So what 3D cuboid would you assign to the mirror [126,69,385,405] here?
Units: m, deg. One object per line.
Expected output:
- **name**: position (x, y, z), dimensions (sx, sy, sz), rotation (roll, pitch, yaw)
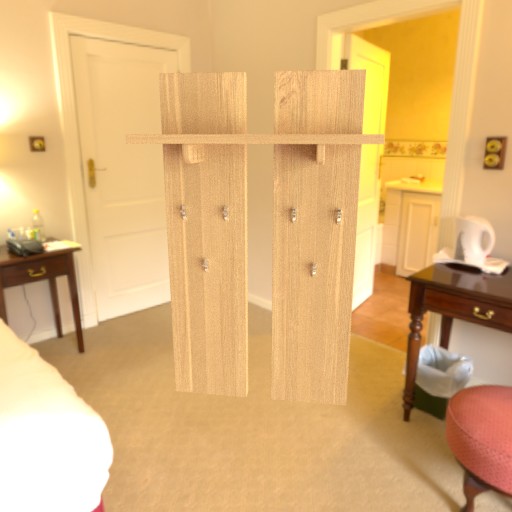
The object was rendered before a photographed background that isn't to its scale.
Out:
- **mirror**: position (0.000, 0.000, 1.586), dimensions (0.800, 1.250, 0.260), rotation (2, 15, 8)
